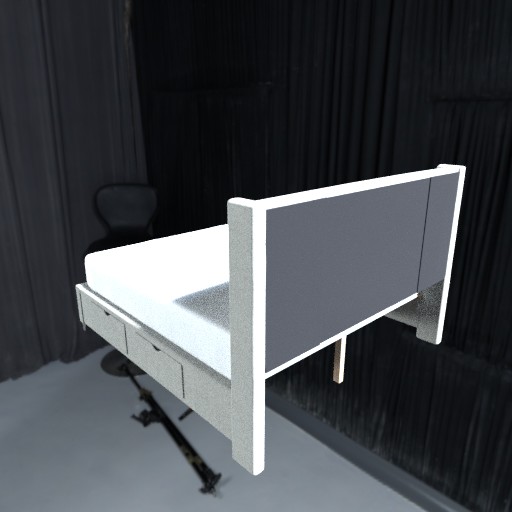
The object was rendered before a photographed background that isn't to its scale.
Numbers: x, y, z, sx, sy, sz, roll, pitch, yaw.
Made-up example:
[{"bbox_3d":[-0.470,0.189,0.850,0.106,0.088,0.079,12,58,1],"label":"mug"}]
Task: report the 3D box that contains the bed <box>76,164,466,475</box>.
[{"bbox_3d":[0.000,0.000,3.603,2.140,1.470,2.280,-16,24,-40],"label":"bed"}]
